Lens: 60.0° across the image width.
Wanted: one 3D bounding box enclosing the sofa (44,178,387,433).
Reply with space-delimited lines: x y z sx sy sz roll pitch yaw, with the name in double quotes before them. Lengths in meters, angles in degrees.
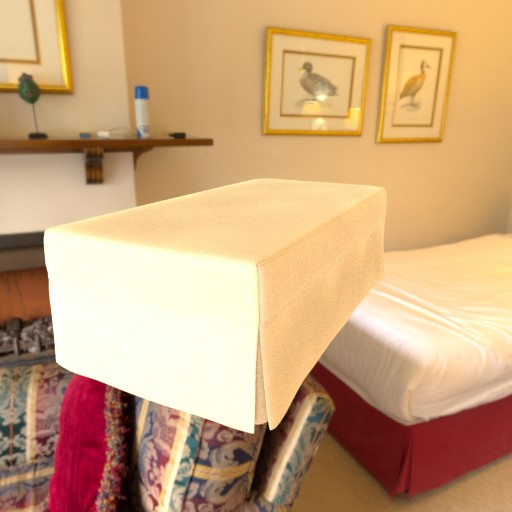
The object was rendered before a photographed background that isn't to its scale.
"sofa" 0.000 0.000 2.123 0.939 0.552 1.677 9 19 26
